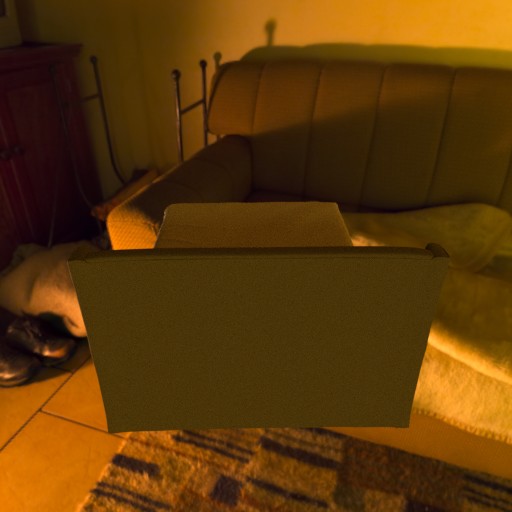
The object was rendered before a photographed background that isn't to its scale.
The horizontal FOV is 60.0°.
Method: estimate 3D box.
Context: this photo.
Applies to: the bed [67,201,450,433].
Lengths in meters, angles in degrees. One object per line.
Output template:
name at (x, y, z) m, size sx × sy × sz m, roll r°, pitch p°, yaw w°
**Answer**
bed at (0.000, 0.000, 3.470) m, size 1.925 × 1.332 × 2.276 m, roll -1°, pitch 30°, yaw -1°
